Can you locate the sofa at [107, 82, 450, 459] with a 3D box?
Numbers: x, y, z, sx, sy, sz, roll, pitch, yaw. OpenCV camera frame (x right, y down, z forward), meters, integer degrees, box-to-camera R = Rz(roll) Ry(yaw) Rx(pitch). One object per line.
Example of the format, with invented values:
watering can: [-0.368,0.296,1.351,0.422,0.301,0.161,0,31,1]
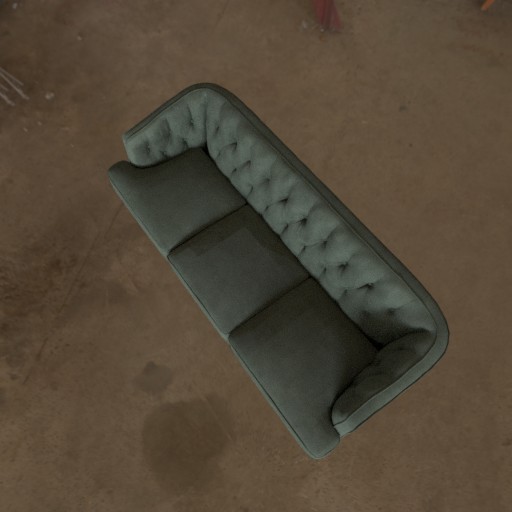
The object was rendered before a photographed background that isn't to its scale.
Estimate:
sofa: [0.000,0.000,2.788,0.941,0.855,2.278,-34,68,-15]
